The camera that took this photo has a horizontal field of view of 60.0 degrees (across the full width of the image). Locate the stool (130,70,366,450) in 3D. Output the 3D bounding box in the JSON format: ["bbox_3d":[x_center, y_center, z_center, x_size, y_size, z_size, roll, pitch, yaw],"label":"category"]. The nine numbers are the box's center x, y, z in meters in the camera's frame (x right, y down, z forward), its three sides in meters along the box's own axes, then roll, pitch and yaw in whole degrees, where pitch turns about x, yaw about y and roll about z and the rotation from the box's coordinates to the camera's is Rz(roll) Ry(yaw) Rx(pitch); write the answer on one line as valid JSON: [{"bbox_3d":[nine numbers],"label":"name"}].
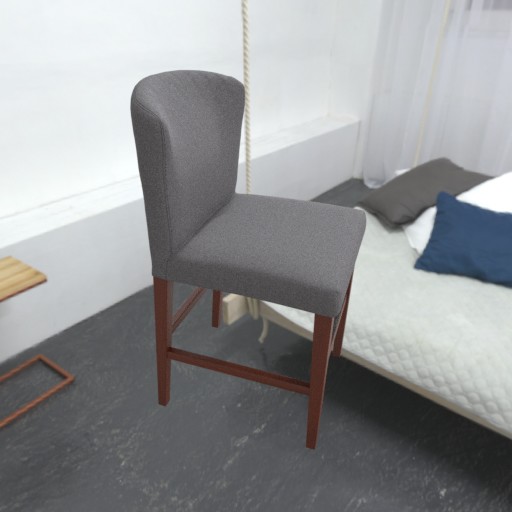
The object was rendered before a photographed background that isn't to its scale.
[{"bbox_3d":[0.000,0.000,1.291,0.568,0.968,0.481,10,32,17],"label":"stool"}]
